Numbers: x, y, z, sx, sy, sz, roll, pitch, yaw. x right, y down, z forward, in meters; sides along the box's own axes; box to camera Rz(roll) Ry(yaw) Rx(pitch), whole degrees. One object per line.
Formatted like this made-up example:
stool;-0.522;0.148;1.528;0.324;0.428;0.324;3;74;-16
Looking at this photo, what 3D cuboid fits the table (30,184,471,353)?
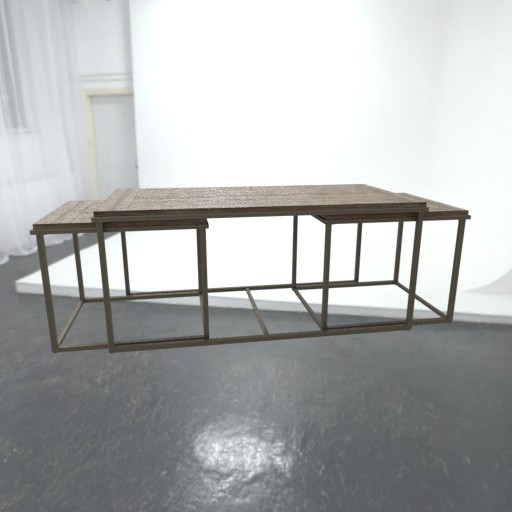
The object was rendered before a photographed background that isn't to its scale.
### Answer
table;0.000;0.000;1.549;1.312;0.427;0.489;-3;16;-9
